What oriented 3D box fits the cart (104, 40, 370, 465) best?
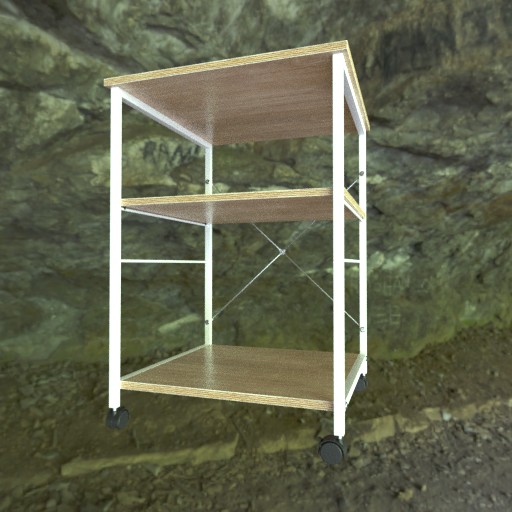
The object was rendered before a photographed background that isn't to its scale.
[{"bbox_3d":[0.000,0.000,1.116,0.521,0.762,0.520,0,-1,19],"label":"cart"}]
